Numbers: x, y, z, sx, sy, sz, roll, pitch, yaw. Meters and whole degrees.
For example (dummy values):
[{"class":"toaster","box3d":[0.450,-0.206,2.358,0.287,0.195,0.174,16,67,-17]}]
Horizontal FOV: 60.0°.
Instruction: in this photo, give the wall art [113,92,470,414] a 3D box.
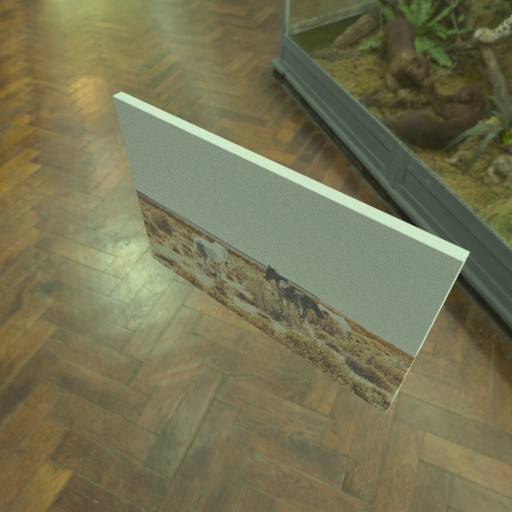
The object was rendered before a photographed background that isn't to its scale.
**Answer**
[{"class":"wall art","box3d":[0.000,0.000,1.943,1.520,1.016,0.051,30,54,25]}]
